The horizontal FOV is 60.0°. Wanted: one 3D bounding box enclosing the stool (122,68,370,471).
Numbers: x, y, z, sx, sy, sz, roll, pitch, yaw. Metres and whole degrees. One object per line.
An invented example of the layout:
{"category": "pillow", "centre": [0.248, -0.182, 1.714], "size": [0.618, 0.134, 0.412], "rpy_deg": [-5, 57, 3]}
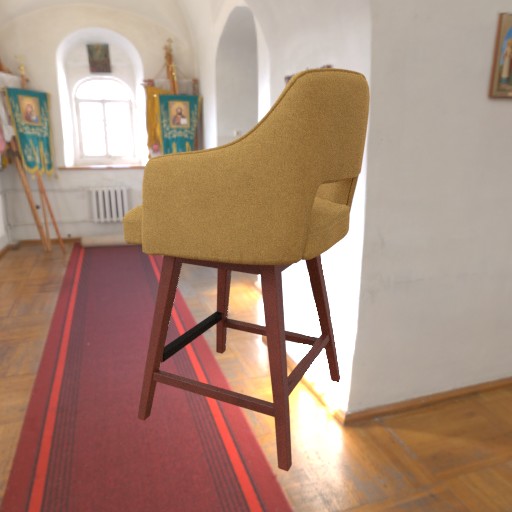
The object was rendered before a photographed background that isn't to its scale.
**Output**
{"category": "stool", "centre": [0.000, 0.000, 1.236], "size": [0.558, 0.924, 0.548], "rpy_deg": [8, 18, 25]}
